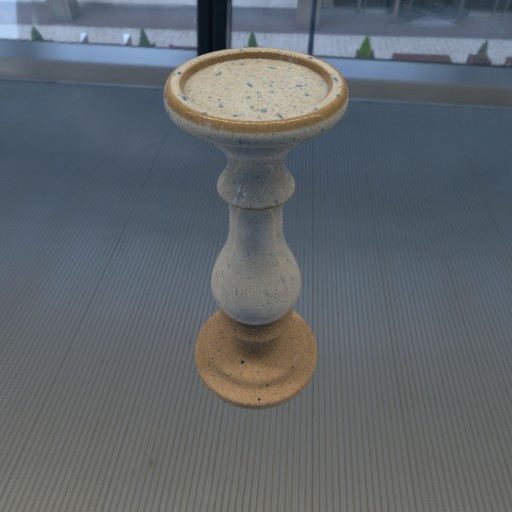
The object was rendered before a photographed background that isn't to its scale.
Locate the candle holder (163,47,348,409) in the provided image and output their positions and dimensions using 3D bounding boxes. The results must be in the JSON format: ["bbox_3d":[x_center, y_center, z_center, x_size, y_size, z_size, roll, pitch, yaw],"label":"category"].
[{"bbox_3d":[0.000,0.000,0.252,0.088,0.203,0.088,0,45,0],"label":"candle holder"}]
